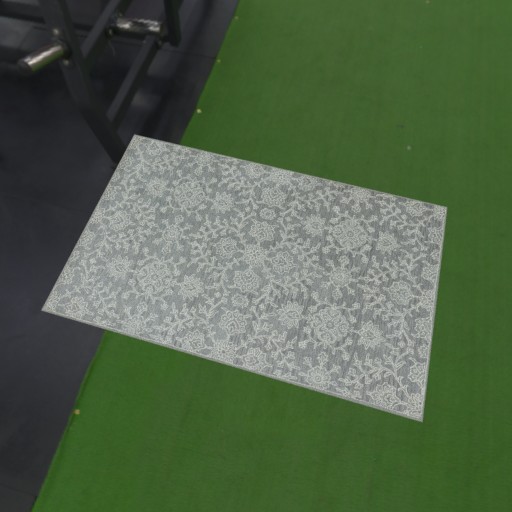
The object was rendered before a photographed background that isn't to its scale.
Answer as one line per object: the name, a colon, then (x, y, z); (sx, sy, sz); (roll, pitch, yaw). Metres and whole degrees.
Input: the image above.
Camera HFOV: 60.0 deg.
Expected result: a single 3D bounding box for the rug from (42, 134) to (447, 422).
rug: (0.000, 0.000, 3.017); (2.430, 0.010, 1.515); (15, 65, 7)
